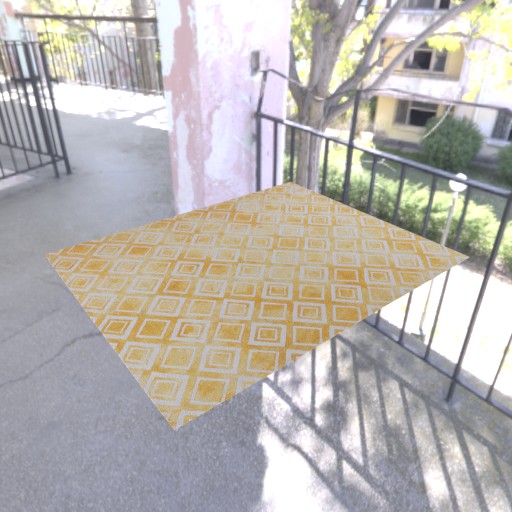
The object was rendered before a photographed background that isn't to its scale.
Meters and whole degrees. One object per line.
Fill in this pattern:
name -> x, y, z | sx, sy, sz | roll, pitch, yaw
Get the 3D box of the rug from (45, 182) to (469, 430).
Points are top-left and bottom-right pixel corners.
rug -> 0.000, 0.000, 4.050 | 3.037, 0.011, 2.433 | -21, 36, -32
